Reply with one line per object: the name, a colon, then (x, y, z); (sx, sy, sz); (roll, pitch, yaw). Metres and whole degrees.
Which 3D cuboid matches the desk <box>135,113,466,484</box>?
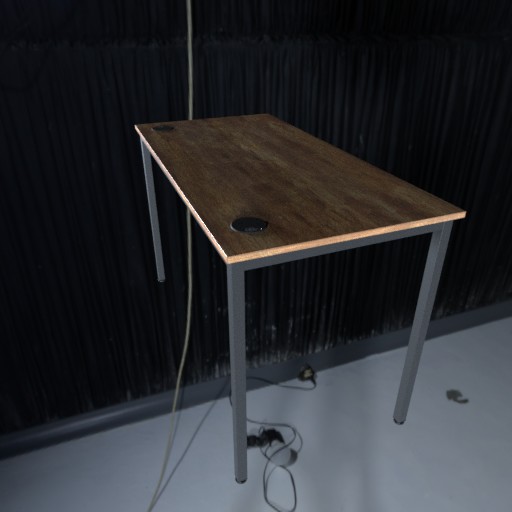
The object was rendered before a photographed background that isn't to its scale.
desk: (0.000, 0.000, 1.627); (0.600, 0.749, 1.200); (-11, 31, -19)
